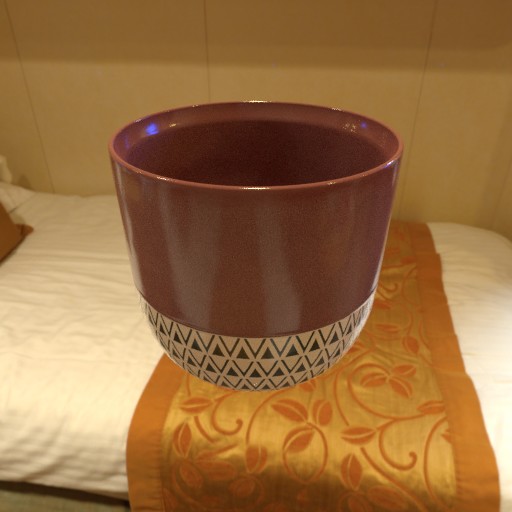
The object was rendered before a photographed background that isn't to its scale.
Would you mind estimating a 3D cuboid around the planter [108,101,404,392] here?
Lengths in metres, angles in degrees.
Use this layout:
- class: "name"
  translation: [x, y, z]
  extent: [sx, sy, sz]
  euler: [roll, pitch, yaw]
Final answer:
- class: "planter"
  translation: [0.000, 0.000, 0.483]
  extent: [0.266, 0.270, 0.266]
  euler: [0, 32, 0]
